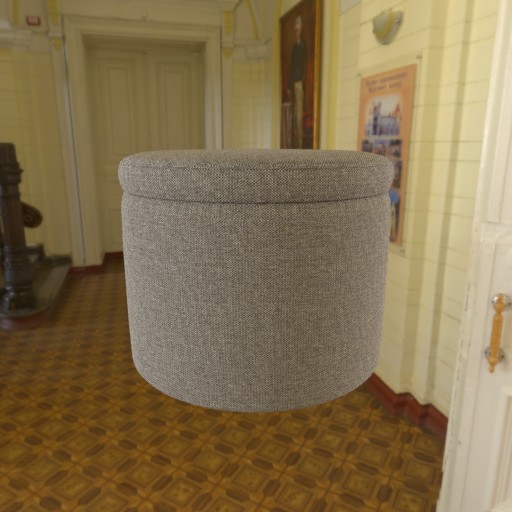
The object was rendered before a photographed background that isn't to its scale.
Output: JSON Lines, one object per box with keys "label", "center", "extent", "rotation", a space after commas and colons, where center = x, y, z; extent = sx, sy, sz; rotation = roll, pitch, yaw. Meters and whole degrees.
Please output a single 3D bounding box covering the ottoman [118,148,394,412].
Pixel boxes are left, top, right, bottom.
{"label": "ottoman", "center": [0.000, 0.000, 0.912], "extent": [0.520, 0.430, 0.520], "rotation": [0, 14, 0]}
